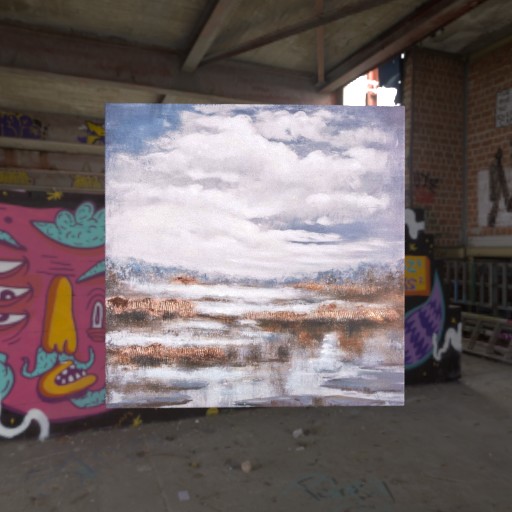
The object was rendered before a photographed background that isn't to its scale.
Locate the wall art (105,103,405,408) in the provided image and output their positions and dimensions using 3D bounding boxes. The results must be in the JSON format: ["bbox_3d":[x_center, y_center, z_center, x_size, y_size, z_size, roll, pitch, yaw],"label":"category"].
[{"bbox_3d":[0.000,0.000,1.329,0.888,0.897,0.035,0,0,-2],"label":"wall art"}]
